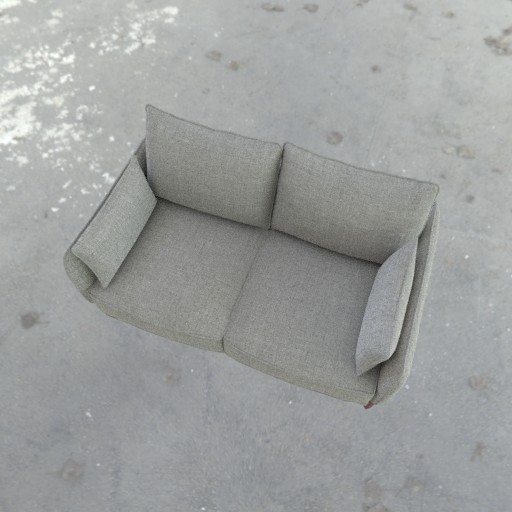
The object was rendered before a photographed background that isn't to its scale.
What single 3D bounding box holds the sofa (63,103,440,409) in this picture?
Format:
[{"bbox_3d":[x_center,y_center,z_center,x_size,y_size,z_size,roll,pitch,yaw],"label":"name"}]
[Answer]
[{"bbox_3d":[0.000,0.000,2.152,1.580,0.851,0.972,17,61,10],"label":"sofa"}]
